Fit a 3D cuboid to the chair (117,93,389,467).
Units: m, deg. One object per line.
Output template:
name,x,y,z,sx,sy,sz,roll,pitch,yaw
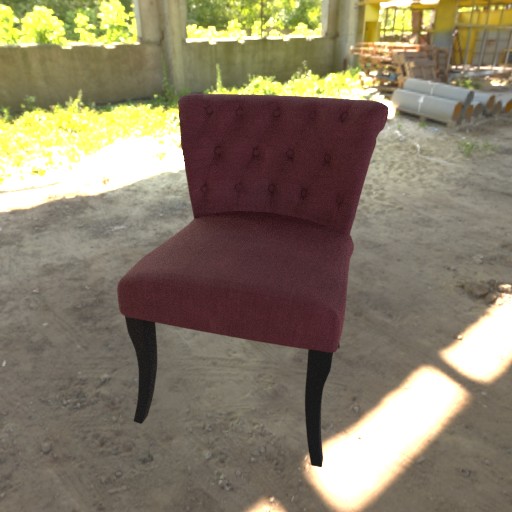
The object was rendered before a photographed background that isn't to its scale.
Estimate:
chair,0.000,0.000,1.180,0.582,0.750,0.605,8,28,14
